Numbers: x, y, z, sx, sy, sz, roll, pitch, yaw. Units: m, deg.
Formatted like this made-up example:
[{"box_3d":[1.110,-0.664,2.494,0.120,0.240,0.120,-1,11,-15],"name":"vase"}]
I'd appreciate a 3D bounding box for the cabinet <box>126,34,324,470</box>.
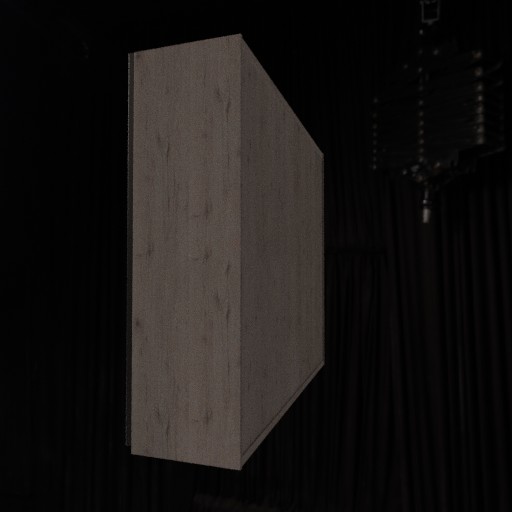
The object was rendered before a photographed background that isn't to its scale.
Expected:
[{"box_3d":[0.000,0.000,3.501,0.660,2.180,2.500,0,-2,18],"name":"cabinet"}]
